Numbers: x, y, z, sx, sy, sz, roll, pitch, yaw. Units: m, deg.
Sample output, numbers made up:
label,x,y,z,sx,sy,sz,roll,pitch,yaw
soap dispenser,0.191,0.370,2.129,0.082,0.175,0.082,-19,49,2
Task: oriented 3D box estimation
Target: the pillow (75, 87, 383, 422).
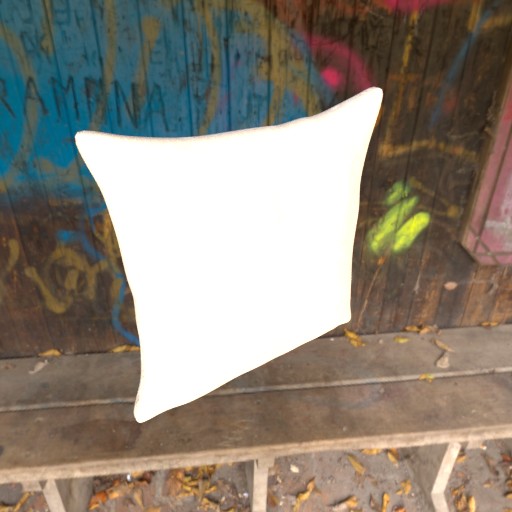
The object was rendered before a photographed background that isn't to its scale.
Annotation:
label,x,y,z,sx,sy,sz,roll,pitch,yaw
pillow,0.000,0.000,0.655,0.436,0.432,0.138,-19,36,-29
